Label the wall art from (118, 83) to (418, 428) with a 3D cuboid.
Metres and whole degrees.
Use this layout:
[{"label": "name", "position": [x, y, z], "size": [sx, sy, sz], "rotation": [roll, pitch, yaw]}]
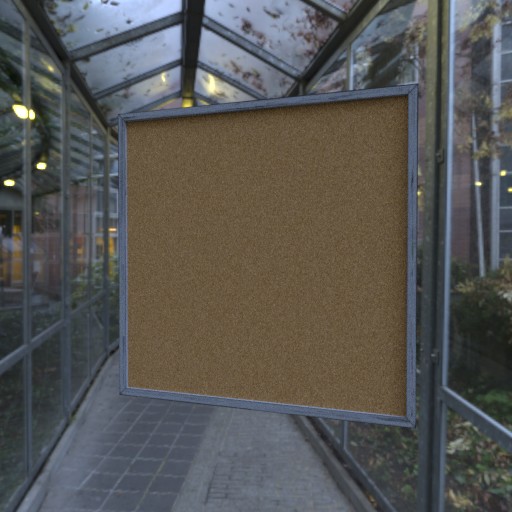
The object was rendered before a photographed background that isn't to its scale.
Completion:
[{"label": "wall art", "position": [0.000, 0.000, 0.741], "size": [0.506, 0.506, 0.038], "rotation": [0, 1, 17]}]
